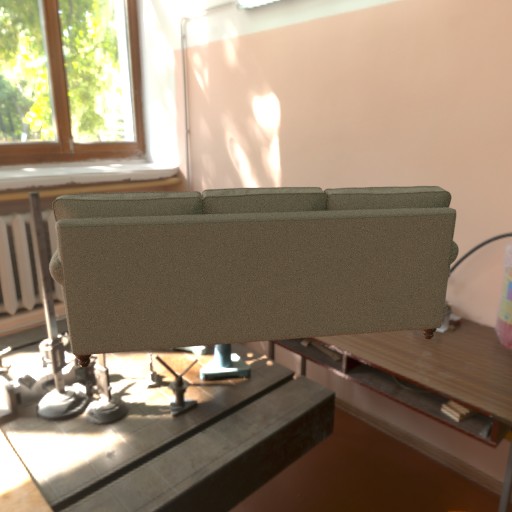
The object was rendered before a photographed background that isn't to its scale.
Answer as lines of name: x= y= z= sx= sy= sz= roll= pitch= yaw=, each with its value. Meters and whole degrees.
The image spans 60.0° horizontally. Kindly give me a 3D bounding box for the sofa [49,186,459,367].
sofa: x=0.000 y=0.000 z=2.871 sx=2.354 sy=0.948 sz=0.966 roll=-3 pitch=16 yaw=-9
